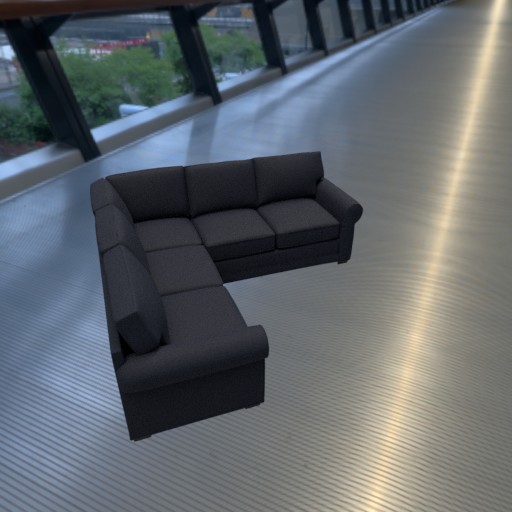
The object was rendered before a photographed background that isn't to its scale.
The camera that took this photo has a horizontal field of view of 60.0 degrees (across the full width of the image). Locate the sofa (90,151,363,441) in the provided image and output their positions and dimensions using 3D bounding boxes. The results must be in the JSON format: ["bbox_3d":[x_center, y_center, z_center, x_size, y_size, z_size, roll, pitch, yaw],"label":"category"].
[{"bbox_3d":[0.000,0.000,3.897,2.562,1.042,2.487,-11,32,-17],"label":"sofa"}]
